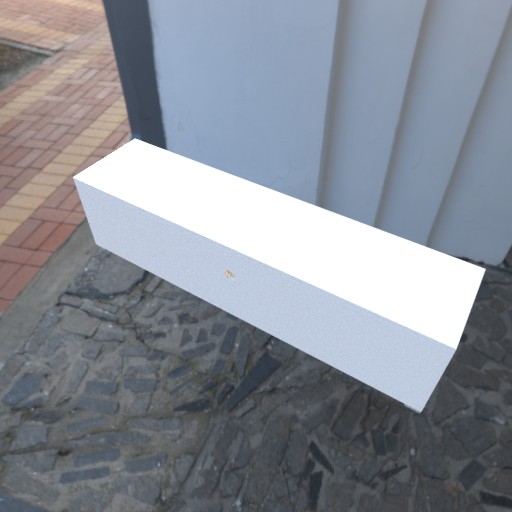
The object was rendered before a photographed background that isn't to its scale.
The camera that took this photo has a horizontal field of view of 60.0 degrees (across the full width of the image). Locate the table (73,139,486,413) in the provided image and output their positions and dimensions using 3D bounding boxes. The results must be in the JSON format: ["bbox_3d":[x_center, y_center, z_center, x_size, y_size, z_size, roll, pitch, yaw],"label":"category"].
[{"bbox_3d":[0.000,0.000,1.889,1.650,0.420,0.390,24,49,22],"label":"table"}]
